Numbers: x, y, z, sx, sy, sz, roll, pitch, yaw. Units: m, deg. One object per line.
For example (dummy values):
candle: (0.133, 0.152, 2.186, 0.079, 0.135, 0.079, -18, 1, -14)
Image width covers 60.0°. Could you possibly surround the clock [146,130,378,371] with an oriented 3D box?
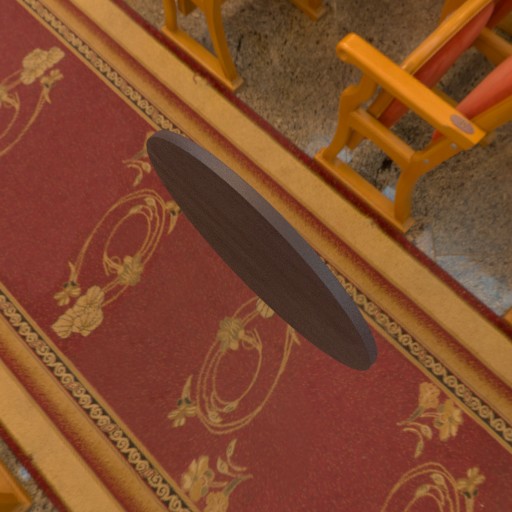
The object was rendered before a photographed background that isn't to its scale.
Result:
clock: (0.000, 0.000, 0.881, 0.029, 0.595, 0.595, -44, 79, -11)
